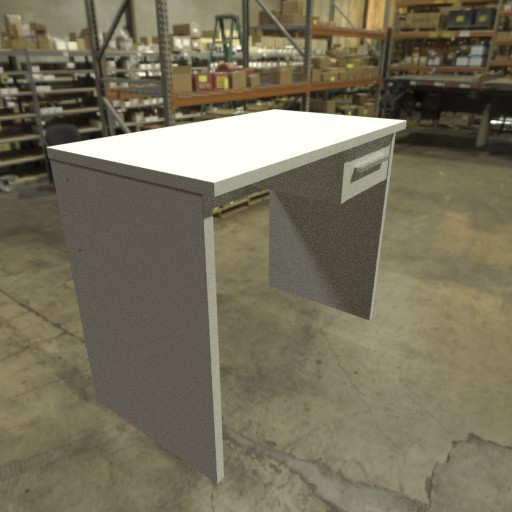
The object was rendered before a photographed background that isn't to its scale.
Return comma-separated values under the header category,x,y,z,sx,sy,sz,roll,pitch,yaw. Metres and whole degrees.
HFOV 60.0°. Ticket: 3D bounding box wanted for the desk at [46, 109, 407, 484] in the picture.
category,x,y,z,sx,sy,sz,roll,pitch,yaw
desk,0.000,0.000,1.334,0.498,0.729,0.900,17,30,33
